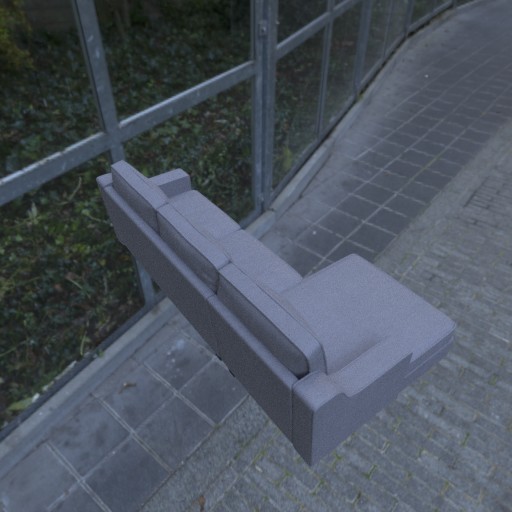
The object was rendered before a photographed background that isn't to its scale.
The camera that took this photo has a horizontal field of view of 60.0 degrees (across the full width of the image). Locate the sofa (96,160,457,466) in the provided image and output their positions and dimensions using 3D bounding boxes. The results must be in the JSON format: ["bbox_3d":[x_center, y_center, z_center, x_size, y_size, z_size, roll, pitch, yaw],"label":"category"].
[{"bbox_3d":[0.000,0.000,3.222,1.294,0.928,2.561,-26,46,-27],"label":"sofa"}]
